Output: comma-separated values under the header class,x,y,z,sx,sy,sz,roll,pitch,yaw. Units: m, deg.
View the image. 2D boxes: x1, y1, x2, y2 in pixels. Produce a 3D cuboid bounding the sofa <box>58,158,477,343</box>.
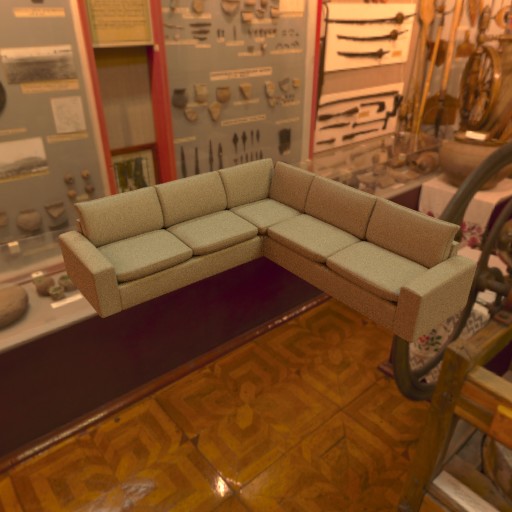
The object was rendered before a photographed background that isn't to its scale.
class,x,y,z,sx,sy,sz,roll,pitch,yaw
sofa,0.000,0.000,4.011,2.622,0.800,2.742,-21,35,-33
